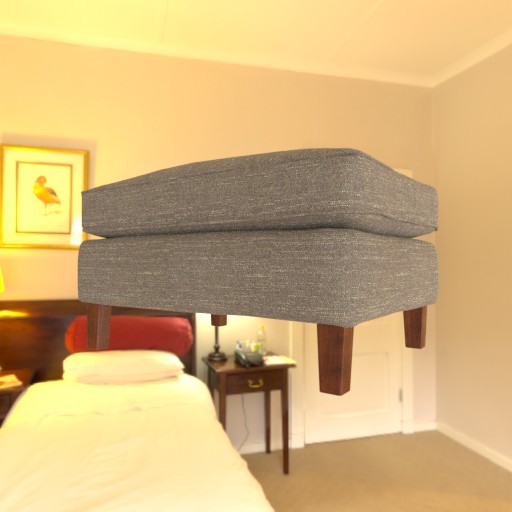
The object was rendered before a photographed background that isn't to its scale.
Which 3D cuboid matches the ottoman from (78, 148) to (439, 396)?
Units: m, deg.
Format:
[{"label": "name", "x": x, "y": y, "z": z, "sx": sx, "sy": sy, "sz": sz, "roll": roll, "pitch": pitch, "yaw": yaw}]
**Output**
[{"label": "ottoman", "x": 0.000, "y": 0.000, "z": 0.989, "sx": 0.686, "sy": 0.406, "sz": 0.508, "roll": 0, "pitch": -1, "yaw": 35}]
